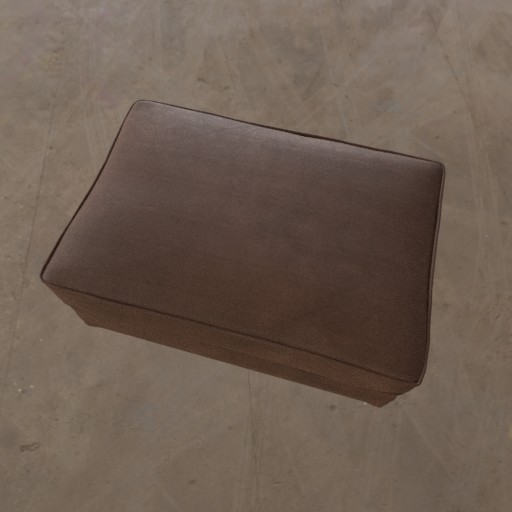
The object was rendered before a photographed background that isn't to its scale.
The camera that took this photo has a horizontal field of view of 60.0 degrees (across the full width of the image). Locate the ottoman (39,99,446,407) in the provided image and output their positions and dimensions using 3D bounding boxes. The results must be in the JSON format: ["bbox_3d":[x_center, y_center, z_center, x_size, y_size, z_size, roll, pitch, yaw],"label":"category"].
[{"bbox_3d":[0.000,0.000,1.211,0.860,0.481,0.596,14,63,7],"label":"ottoman"}]
